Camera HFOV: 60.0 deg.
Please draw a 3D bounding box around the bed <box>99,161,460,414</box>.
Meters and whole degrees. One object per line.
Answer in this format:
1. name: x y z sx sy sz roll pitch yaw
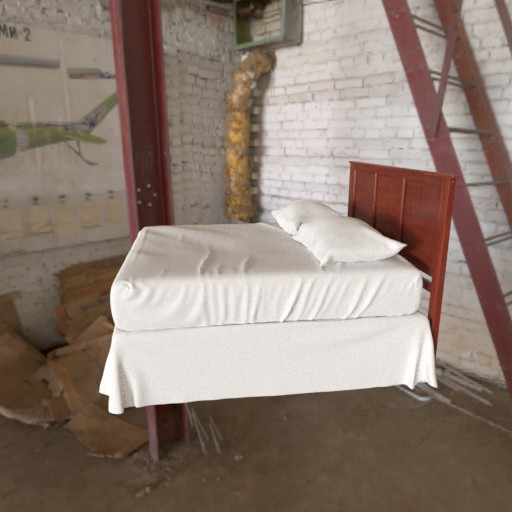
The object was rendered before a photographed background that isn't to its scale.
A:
1. bed: 0.000 0.000 3.244 2.050 1.270 1.870 -2 15 -8
